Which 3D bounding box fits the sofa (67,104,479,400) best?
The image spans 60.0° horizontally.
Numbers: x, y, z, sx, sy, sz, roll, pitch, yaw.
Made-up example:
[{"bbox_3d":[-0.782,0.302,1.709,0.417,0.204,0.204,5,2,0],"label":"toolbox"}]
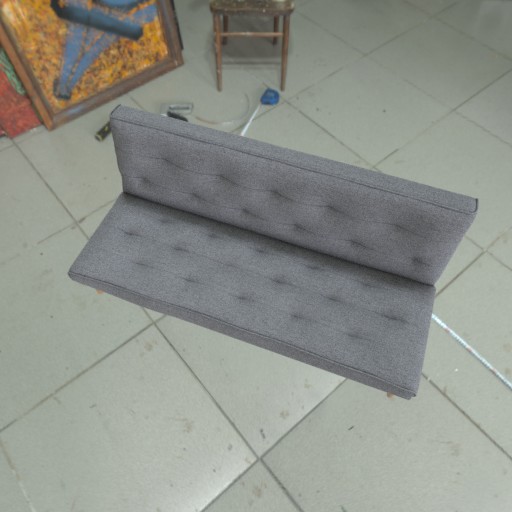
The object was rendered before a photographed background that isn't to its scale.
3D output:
[{"bbox_3d":[0.000,0.000,2.254,1.820,0.830,0.810,18,60,11],"label":"sofa"}]
